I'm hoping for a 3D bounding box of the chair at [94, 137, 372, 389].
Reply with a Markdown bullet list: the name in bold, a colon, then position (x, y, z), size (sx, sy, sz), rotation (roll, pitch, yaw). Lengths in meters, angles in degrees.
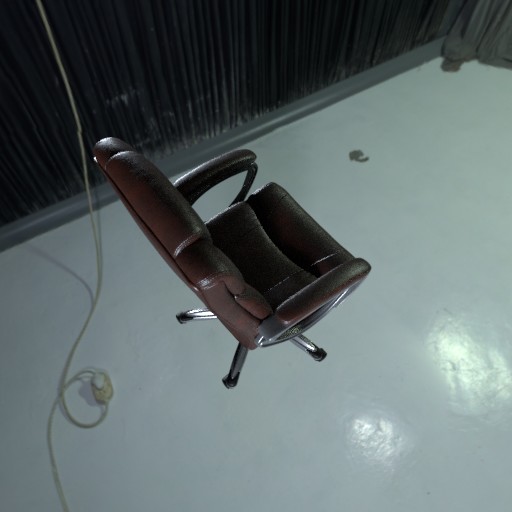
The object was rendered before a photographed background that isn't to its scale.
- **chair**: position (0.000, 0.000, 1.555), size (0.692, 1.128, 0.656), rotation (-33, 64, -19)
